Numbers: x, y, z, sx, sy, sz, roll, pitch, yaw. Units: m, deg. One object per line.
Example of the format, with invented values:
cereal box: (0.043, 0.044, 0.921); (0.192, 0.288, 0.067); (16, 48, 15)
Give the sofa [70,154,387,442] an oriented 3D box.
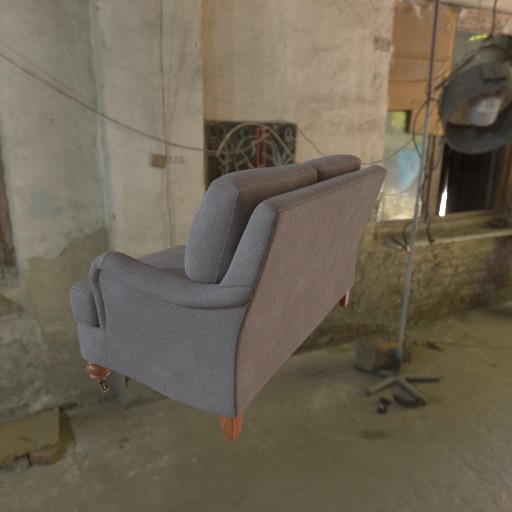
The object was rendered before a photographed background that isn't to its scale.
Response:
sofa: (0.000, 0.000, 2.579); (1.084, 1.101, 1.853); (8, 18, 26)
